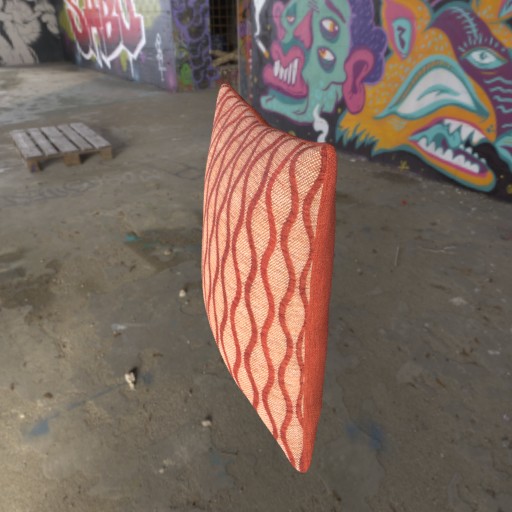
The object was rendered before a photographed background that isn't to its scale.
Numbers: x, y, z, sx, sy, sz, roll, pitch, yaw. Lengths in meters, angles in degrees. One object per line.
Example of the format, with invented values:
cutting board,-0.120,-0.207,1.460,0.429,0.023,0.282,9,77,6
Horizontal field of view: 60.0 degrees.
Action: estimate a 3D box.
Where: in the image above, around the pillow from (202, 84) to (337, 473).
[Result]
pillow,0.000,0.000,0.659,0.159,0.434,0.429,-8,30,-15
